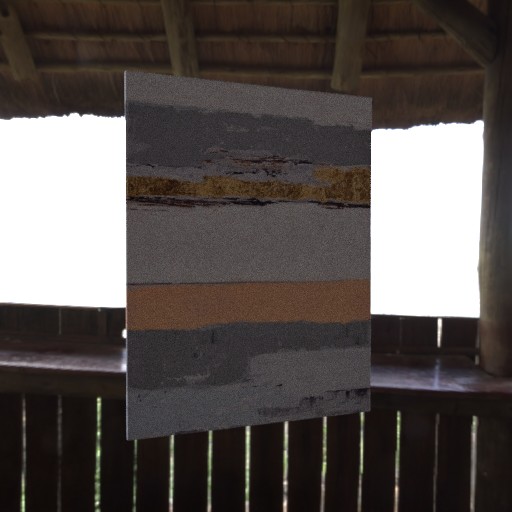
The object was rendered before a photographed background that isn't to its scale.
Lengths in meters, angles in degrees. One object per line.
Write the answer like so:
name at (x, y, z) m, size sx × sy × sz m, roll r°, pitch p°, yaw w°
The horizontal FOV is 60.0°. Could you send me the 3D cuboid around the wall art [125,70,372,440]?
wall art at (0.000, 0.000, 0.809) m, size 0.456 × 0.609 × 0.038 m, roll 0°, pitch 1°, yaw -17°
